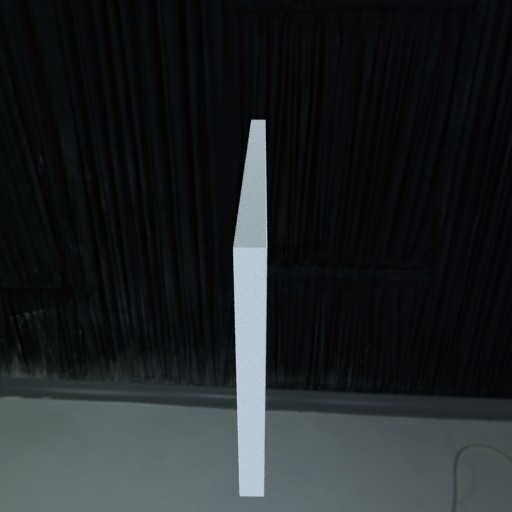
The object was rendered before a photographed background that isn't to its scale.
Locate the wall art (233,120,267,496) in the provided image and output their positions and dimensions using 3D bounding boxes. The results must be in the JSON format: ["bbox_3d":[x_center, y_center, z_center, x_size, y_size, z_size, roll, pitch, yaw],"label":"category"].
[{"bbox_3d":[0.000,0.000,0.957,0.038,0.431,0.812,0,27,1],"label":"wall art"}]
